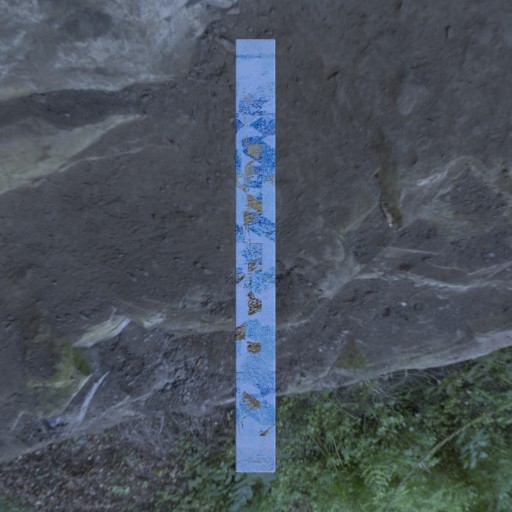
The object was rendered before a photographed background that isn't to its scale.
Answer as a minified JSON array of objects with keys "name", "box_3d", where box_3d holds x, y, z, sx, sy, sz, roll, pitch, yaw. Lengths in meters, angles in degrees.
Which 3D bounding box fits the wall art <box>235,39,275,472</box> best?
[{"name":"wall art","box_3d":[0.000,0.000,0.616,0.037,0.405,0.405,0,90,0]}]
